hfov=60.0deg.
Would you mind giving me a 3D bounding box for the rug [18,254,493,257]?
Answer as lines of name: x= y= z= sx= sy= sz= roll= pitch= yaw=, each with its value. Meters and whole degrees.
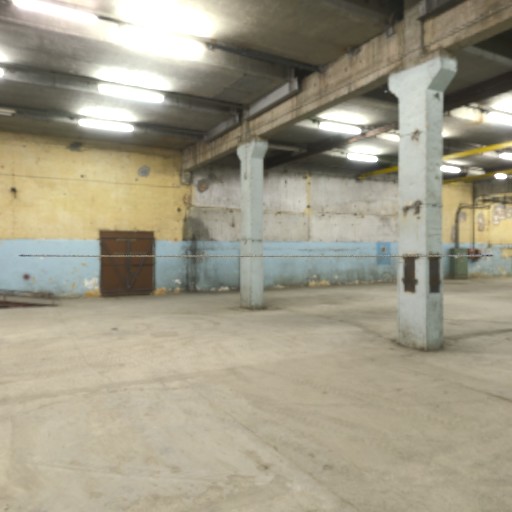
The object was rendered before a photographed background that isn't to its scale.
rug: x=0.000 y=0.000 z=4.373 sx=3.416 sy=0.016 sz=2.471 roll=0 pitch=0 yaw=0
